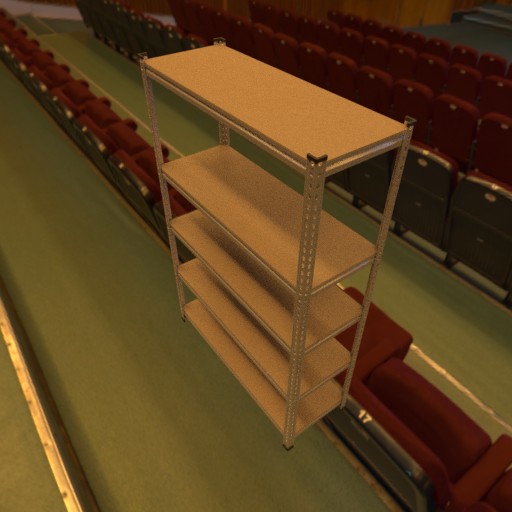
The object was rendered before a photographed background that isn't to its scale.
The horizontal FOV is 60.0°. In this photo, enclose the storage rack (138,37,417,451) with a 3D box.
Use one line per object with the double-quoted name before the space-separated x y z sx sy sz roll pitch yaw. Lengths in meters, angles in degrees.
"storage rack" 0.000 0.000 2.358 0.457 1.829 1.219 -26 47 -27
